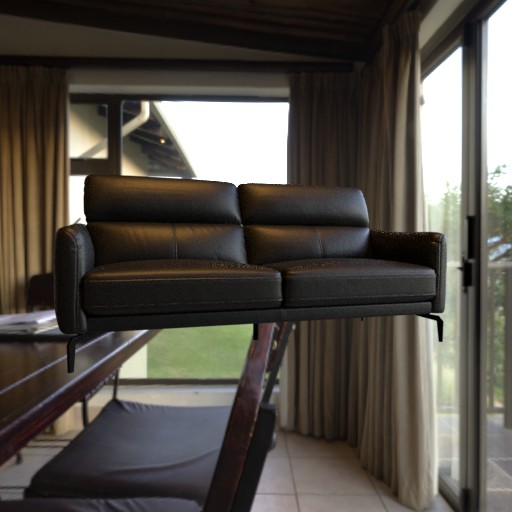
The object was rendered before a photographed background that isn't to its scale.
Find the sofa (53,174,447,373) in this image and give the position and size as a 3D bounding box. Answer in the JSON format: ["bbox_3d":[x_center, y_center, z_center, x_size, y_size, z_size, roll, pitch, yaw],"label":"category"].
[{"bbox_3d":[0.000,0.000,2.525,2.069,0.957,0.856,0,1,-19],"label":"sofa"}]
